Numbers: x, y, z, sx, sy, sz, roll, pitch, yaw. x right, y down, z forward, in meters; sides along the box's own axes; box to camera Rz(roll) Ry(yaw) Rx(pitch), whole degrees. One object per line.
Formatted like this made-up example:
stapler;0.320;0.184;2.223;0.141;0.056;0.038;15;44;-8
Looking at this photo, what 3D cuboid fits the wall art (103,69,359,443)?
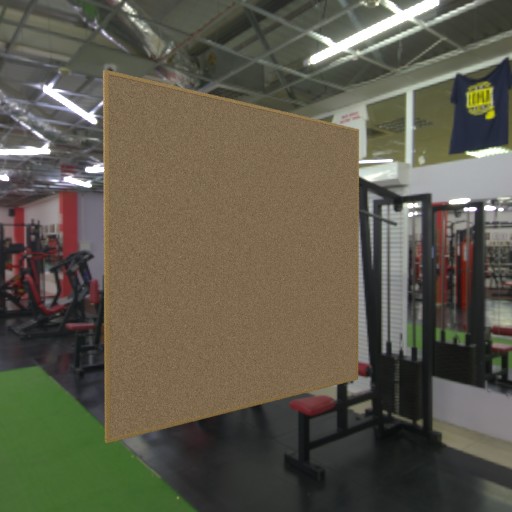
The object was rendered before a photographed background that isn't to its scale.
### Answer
wall art;0.000;0.000;1.424;0.962;0.959;0.013;-1;1;-36
